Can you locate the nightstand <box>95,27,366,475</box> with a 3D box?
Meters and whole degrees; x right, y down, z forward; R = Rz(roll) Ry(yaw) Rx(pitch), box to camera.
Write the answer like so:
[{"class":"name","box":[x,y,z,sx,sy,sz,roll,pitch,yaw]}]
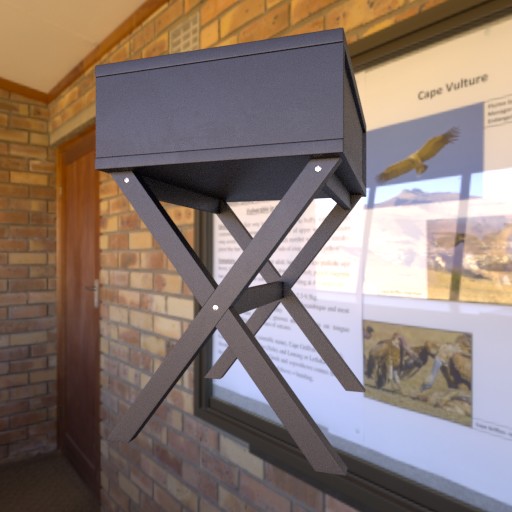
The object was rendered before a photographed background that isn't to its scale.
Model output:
[{"class":"nightstand","box":[0.000,0.000,0.892,0.402,0.623,0.479,0,0,18]}]
